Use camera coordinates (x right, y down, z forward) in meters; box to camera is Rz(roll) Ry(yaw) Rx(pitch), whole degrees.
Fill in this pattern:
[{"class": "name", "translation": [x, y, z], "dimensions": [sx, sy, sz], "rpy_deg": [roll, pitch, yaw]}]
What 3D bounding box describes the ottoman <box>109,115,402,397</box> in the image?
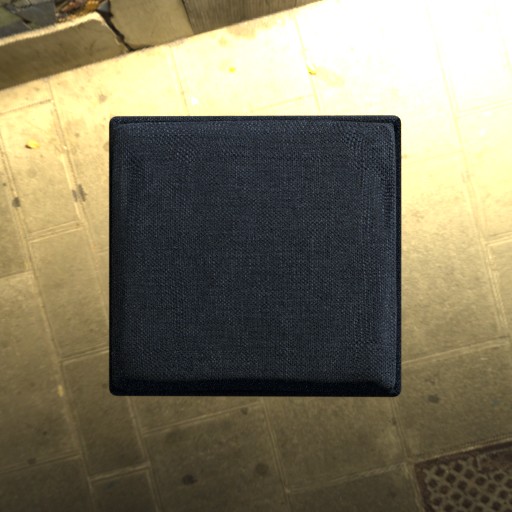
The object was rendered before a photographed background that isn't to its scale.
[{"class": "ottoman", "translation": [0.000, 0.000, 0.849], "dimensions": [0.454, 0.493, 0.436], "rpy_deg": [0, 90, 1]}]
